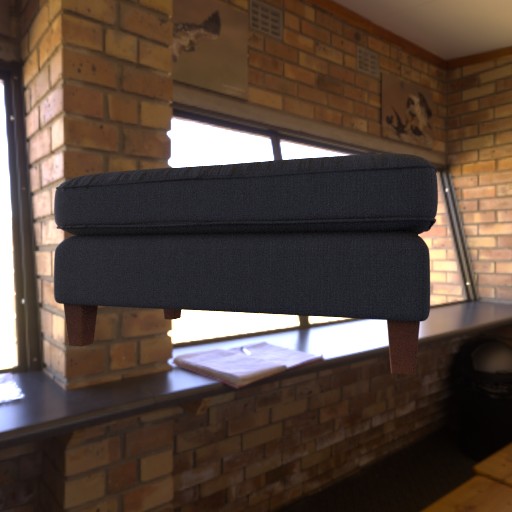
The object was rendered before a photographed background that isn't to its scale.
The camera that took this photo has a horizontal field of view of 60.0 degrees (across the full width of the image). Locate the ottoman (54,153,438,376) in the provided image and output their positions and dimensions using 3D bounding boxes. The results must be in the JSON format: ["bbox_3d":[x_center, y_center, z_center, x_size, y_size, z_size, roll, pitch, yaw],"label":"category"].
[{"bbox_3d":[0.000,0.000,1.188,0.885,0.438,0.570,0,1,19],"label":"ottoman"}]
